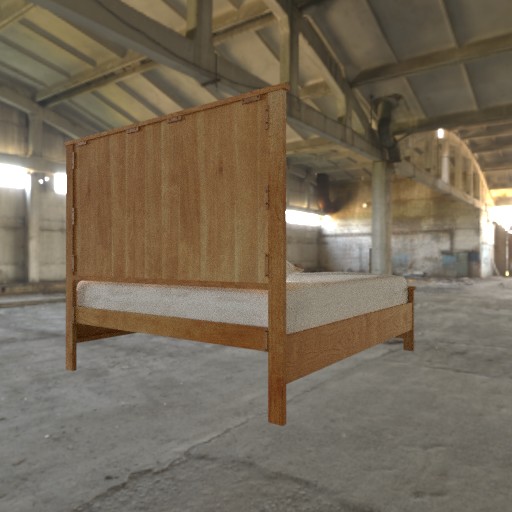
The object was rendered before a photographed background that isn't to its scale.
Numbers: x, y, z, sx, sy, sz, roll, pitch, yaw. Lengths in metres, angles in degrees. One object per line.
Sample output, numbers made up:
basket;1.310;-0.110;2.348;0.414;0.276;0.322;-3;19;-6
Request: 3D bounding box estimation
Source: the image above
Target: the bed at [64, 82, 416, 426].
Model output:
bed;0.000;0.000;3.623;1.936;1.686;2.201;0;0;36
